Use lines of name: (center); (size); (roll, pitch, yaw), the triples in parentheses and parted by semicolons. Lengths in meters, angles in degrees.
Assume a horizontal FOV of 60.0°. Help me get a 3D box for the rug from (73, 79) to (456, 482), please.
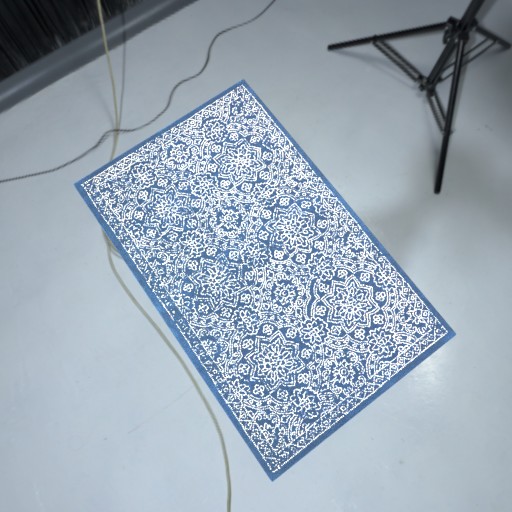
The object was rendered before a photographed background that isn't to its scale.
rug: (0.000, 0.000, 3.089); (1.526, 0.015, 2.441); (-35, 78, -9)
